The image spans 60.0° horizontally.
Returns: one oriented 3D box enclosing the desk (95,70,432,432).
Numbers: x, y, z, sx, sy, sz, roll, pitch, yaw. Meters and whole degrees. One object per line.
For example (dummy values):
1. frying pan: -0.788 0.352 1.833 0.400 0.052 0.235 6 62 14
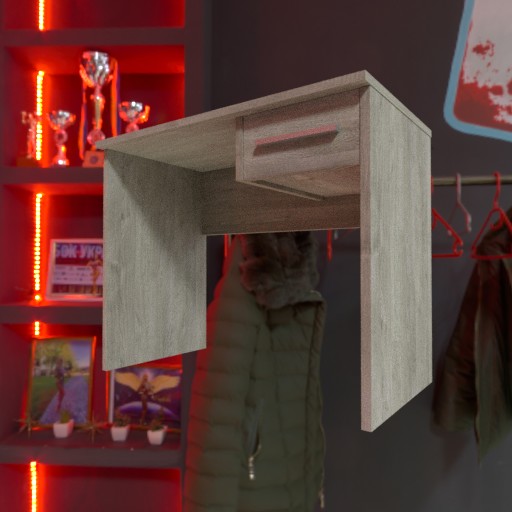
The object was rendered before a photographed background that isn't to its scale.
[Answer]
1. desk: 0.000 0.000 1.336 0.893 0.724 0.498 -1 -1 36
